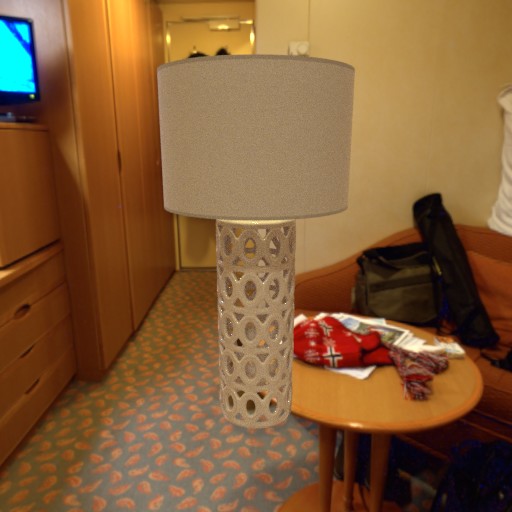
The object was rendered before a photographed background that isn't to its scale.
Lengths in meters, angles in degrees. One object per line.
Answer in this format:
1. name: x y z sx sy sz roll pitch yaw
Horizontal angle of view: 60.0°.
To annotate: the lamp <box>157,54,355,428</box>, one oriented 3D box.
1. lamp: 0.000 0.000 0.824 0.324 0.636 0.325 14 20 42
